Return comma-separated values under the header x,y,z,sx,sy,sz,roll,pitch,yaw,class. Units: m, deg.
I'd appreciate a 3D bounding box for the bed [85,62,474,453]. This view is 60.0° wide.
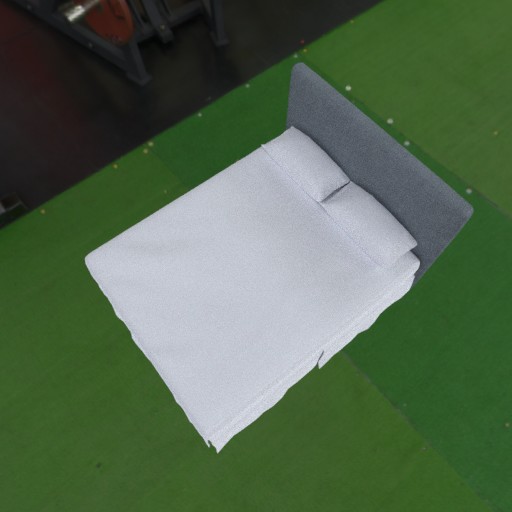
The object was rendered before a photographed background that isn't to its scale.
x,y,z,sx,sy,sz,roll,pitch,yaw,class
0.000,0.000,3.271,2.142,1.330,1.713,-35,69,-16,bed
